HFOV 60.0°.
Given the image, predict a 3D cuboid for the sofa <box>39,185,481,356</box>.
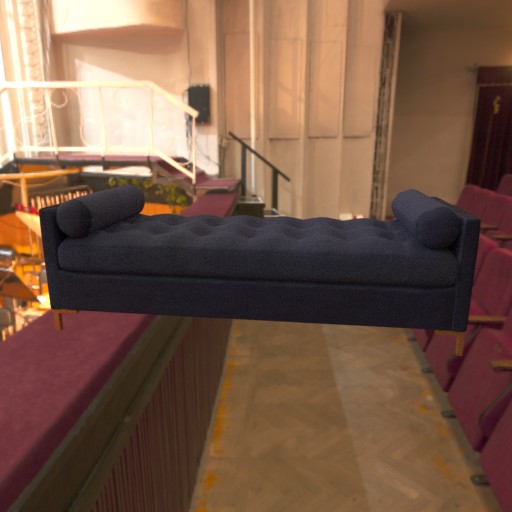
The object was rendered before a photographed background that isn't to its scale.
[{"bbox_3d":[0.000,0.000,2.484,2.102,0.705,0.796,2,15,8],"label":"sofa"}]
